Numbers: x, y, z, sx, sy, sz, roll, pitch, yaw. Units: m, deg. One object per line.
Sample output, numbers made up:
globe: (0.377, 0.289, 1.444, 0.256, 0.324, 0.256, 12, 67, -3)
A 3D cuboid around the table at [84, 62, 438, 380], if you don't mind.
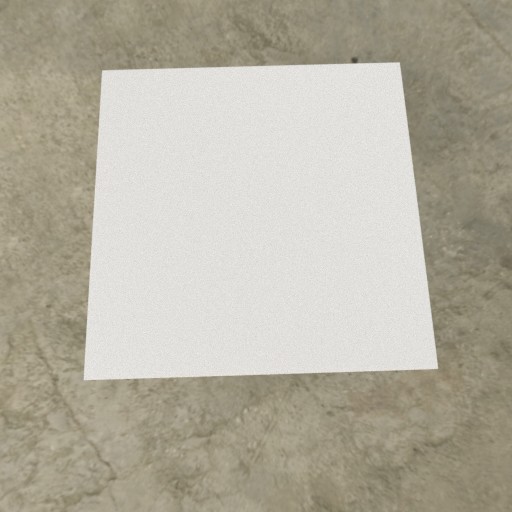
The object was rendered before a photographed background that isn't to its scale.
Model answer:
table: (0.000, 0.000, 0.754, 0.381, 0.483, 0.381, -2, 76, 0)
